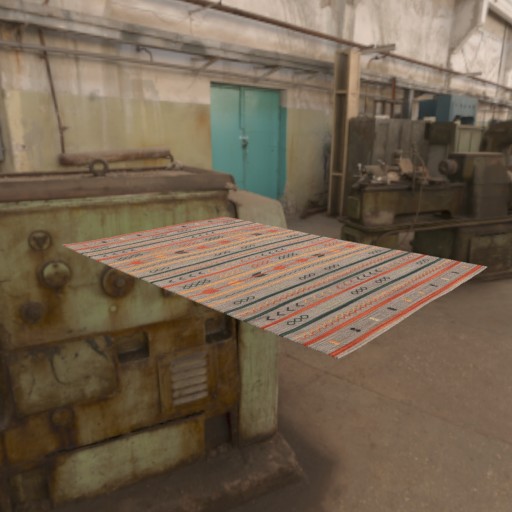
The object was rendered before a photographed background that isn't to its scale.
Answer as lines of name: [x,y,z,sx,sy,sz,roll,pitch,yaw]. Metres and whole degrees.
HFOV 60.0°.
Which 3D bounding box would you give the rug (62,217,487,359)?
rug: [0.000,0.000,2.267,1.835,0.017,1.220,15,21,42]
